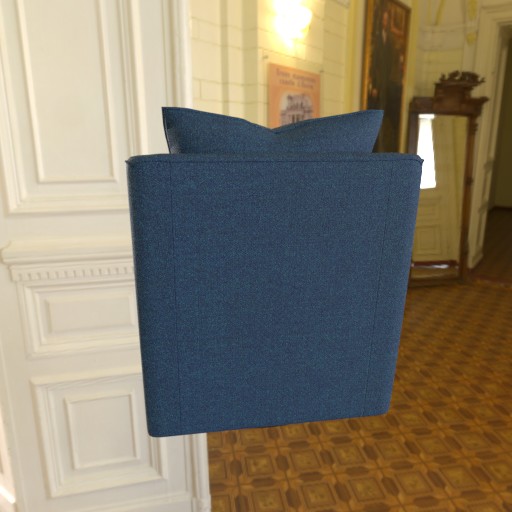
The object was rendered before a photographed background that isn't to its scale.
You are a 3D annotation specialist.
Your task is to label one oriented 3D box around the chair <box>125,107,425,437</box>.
[{"bbox_3d":[0.000,0.000,1.553,0.750,0.939,0.870,-2,15,-9],"label":"chair"}]
